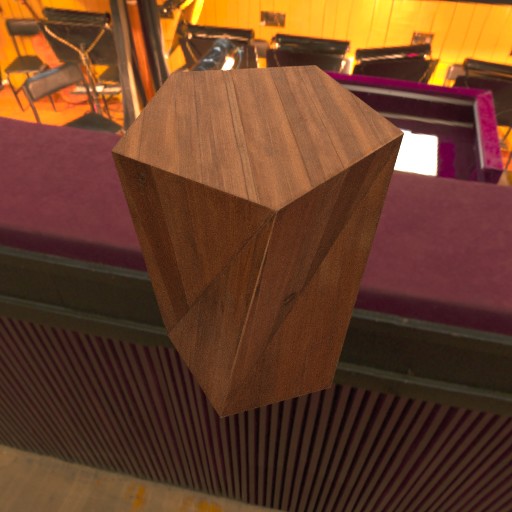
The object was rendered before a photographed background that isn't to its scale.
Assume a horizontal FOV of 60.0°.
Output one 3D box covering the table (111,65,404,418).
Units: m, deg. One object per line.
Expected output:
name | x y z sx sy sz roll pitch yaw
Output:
table | 0.000 0.000 0.892 0.441 0.604 0.425 10 47 9
